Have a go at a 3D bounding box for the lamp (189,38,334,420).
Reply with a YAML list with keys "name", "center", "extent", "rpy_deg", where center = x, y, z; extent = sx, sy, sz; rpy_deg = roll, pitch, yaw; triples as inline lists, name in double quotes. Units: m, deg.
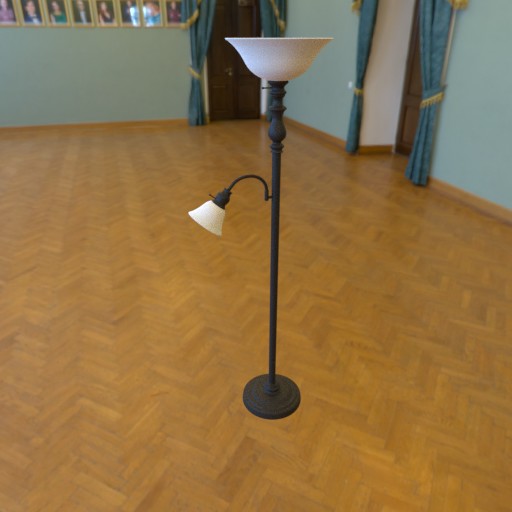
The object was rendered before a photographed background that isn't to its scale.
- name: "lamp"
  center: [0.000, 0.000, 2.032]
  extent: [0.588, 1.793, 0.405]
  rpy_deg: [-9, 28, -17]
